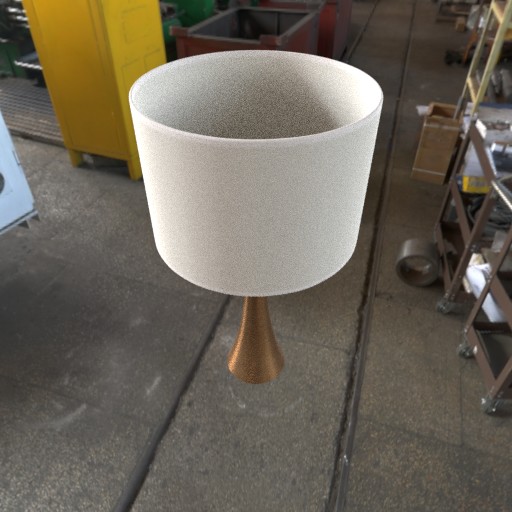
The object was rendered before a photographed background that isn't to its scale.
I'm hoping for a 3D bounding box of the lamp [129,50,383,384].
[{"bbox_3d":[0.000,0.000,0.631,0.268,0.479,0.268,-11,41,-12],"label":"lamp"}]
